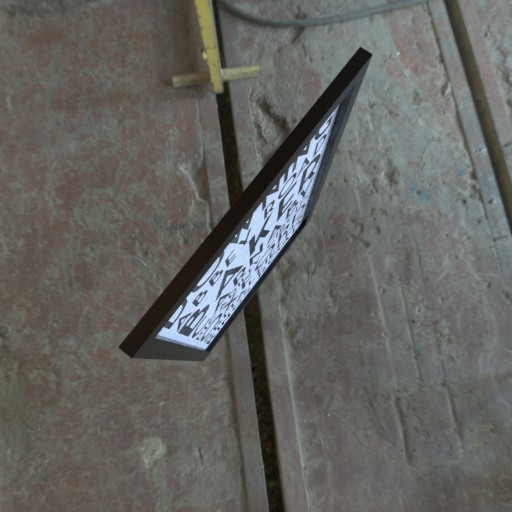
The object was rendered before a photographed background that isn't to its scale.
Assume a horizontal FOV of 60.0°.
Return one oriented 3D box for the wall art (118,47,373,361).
[{"bbox_3d":[0.000,0.000,0.829,0.019,0.656,0.462,36,79,8],"label":"wall art"}]
